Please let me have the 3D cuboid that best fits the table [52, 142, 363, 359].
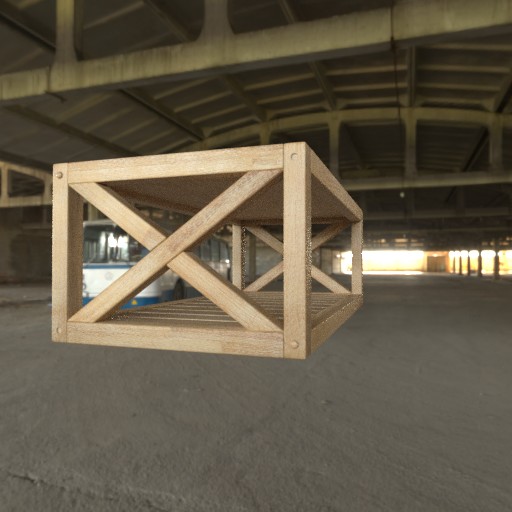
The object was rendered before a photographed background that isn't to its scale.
[{"bbox_3d":[0.000,0.000,1.647,0.660,0.457,1.321,0,-1,19],"label":"table"}]
